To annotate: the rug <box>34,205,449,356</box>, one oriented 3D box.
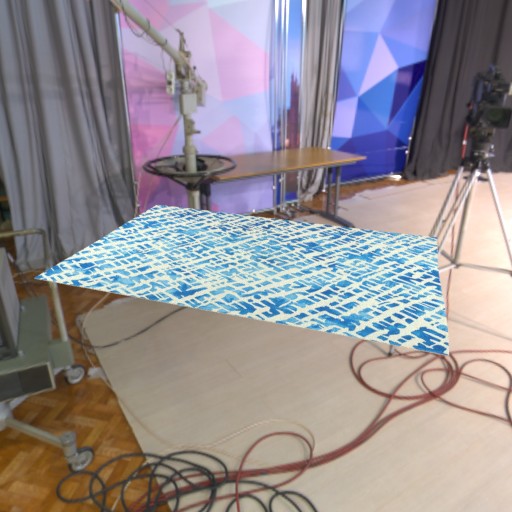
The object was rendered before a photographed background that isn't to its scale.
[{"bbox_3d":[0.000,0.000,3.099,2.447,0.011,1.520,8,26,17],"label":"rug"}]
